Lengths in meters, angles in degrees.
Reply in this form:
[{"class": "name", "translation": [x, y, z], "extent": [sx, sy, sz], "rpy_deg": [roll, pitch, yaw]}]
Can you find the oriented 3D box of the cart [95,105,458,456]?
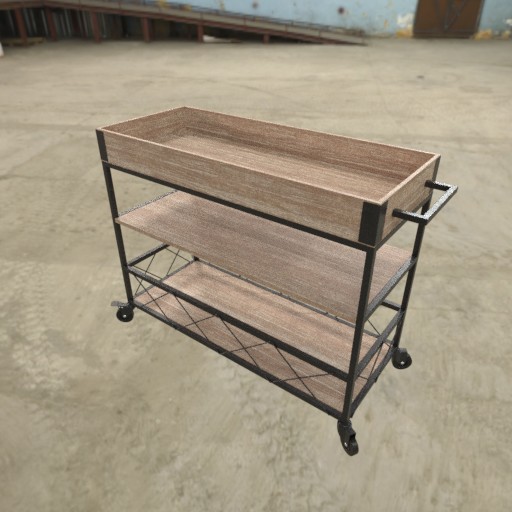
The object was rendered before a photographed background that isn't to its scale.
[{"class": "cart", "translation": [0.000, 0.000, 1.499], "extent": [1.101, 0.787, 0.500], "rpy_deg": [21, 37, 31]}]
